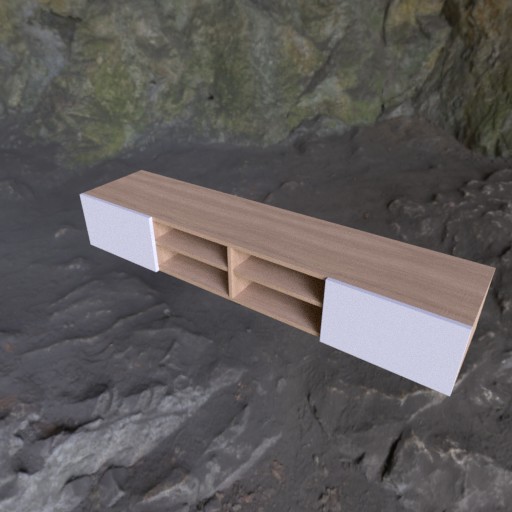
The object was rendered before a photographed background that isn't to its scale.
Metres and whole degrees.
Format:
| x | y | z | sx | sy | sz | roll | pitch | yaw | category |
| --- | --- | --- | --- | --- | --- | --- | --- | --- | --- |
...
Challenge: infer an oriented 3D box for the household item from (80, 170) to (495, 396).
| x | y | z | sx | sy | sz | roll | pitch | yaw | category |
| --- | --- | --- | --- | --- | --- | --- | --- | --- | --- |
| 0.000 | 0.000 | 2.010 | 1.850 | 0.310 | 0.420 | 19 | 36 | 29 | household item |
